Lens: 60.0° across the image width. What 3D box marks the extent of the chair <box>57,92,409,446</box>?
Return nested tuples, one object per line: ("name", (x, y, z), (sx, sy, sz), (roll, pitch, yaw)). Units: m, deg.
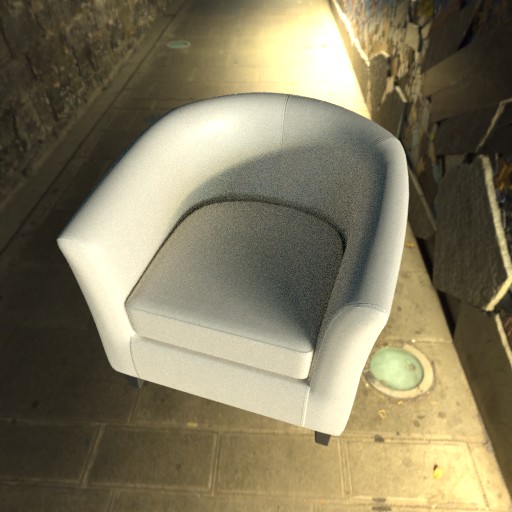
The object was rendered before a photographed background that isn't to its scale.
("chair", (0.000, 0.000, 1.362), (0.792, 0.756, 0.727), (12, 43, 13))
